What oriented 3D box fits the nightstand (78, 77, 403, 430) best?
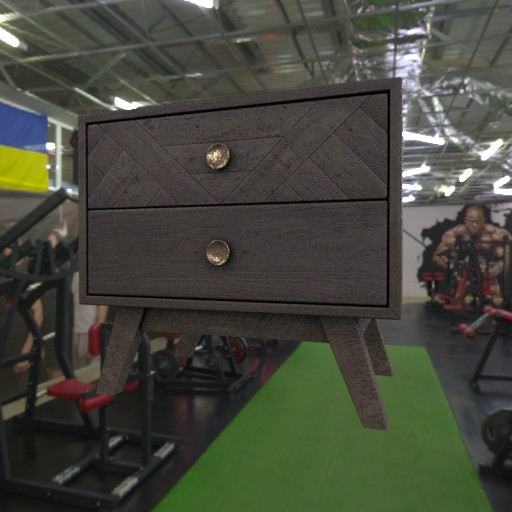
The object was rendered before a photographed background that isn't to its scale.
[{"bbox_3d":[0.000,0.000,1.039,0.650,0.599,0.450,0,1,19],"label":"nightstand"}]
